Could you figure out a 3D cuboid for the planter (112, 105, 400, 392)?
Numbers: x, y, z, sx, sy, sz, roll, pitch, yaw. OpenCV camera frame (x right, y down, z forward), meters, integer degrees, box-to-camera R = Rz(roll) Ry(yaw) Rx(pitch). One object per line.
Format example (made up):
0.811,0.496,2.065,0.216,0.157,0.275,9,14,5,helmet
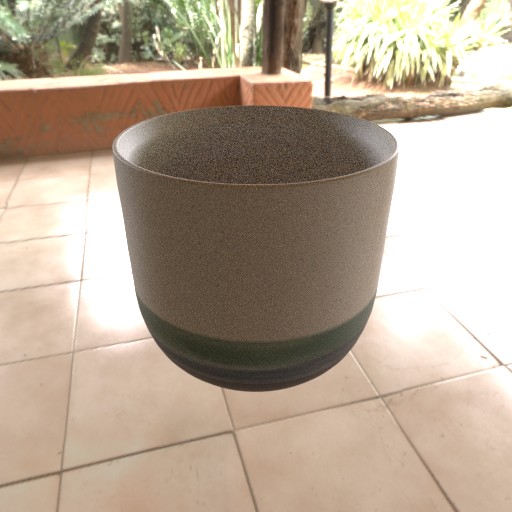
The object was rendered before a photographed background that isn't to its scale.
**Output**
0.000,0.000,0.493,0.268,0.270,0.268,0,30,0,planter
